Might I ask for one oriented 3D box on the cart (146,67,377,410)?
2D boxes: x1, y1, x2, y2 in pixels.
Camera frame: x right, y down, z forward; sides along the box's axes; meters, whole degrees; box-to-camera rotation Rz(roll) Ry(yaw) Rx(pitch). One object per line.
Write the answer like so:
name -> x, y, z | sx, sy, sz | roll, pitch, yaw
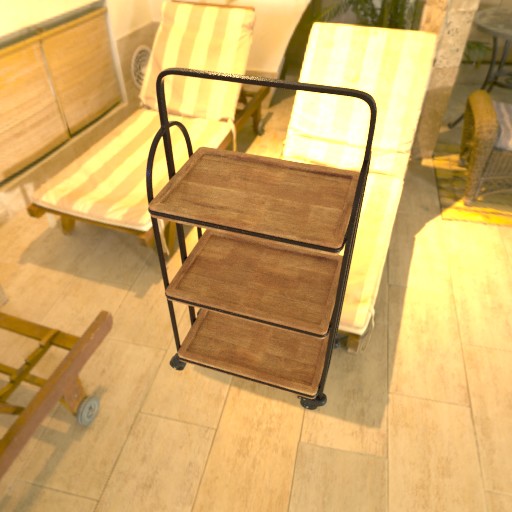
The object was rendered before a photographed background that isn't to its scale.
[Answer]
cart -> 0.000, 0.000, 1.262 | 0.553, 1.001, 0.327 | 12, 43, 14
